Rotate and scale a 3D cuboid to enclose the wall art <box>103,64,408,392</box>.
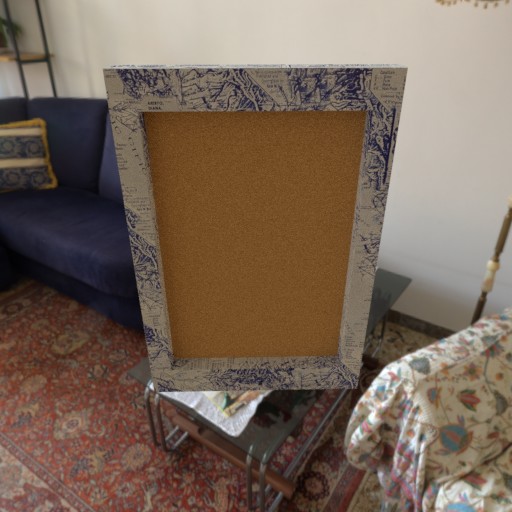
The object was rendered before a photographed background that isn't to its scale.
[{"bbox_3d":[0.000,0.000,0.758,0.408,0.601,0.040,-1,30,-1],"label":"wall art"}]
